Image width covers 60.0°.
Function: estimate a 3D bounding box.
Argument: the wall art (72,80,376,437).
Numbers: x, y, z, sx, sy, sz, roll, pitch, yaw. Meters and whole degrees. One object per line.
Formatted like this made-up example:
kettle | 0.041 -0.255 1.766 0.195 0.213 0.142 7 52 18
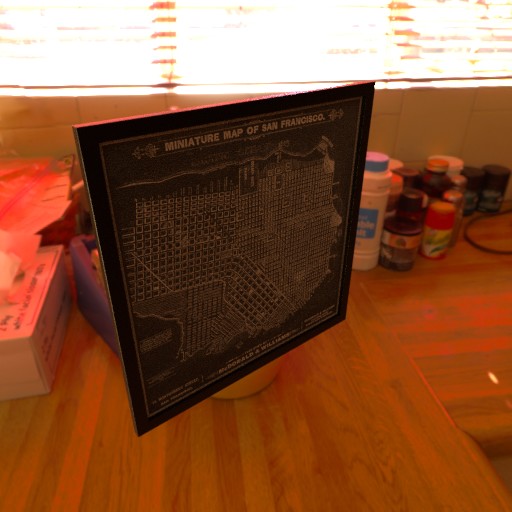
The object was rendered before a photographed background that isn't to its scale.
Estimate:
wall art | 0.000 0.000 0.674 0.457 0.458 0.012 -22 36 -32
